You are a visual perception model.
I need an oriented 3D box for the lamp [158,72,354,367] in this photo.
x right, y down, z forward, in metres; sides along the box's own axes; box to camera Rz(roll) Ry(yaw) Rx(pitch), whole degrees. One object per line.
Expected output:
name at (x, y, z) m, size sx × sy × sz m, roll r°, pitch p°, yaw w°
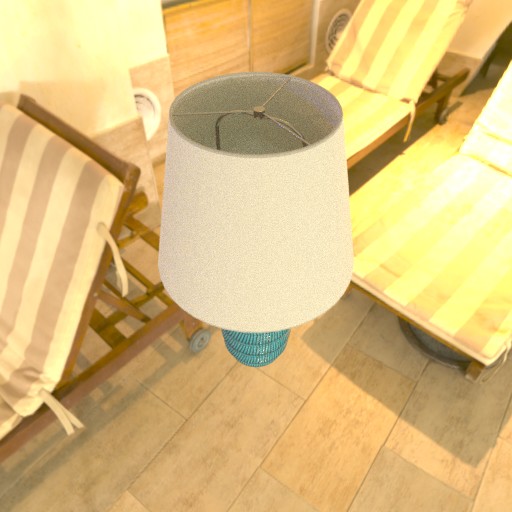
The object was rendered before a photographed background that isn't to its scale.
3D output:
lamp at (0.000, 0.000, 0.819) m, size 0.355 × 0.582 × 0.355 m, roll 0°, pitch 45°, yaw 0°
